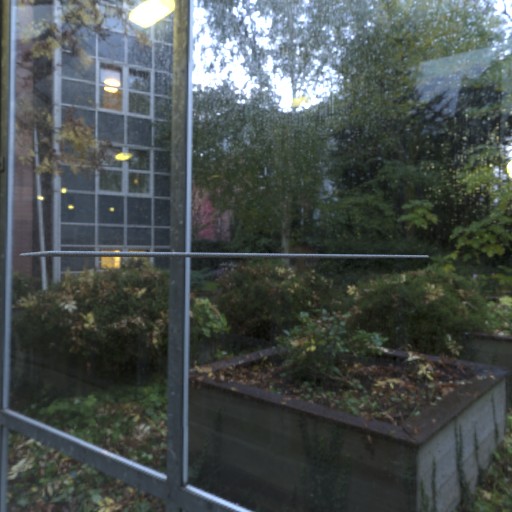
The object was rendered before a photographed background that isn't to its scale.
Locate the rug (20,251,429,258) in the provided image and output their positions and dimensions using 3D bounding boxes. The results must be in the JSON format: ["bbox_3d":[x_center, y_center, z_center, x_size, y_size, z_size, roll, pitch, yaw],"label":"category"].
[{"bbox_3d":[0.000,0.000,2.488,2.276,0.014,0.678,0,-1,-35],"label":"rug"}]
